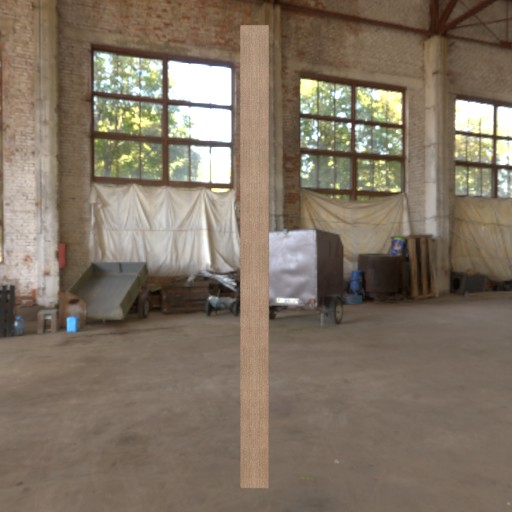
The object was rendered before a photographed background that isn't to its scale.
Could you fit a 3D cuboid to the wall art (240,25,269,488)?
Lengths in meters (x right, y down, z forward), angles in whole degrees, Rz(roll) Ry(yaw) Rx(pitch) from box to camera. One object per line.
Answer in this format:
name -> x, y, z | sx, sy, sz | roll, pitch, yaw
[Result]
wall art -> 0.000, 0.000, 0.664 | 0.031, 0.509, 0.356 | 0, 1, 0
